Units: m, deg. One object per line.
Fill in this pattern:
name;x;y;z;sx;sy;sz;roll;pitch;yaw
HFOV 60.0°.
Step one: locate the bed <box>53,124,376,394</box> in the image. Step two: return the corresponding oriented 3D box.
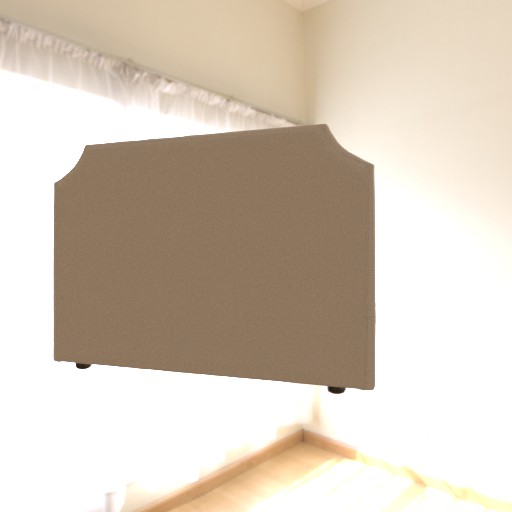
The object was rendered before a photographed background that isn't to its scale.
bed;0.000;0.000;3.326;1.828;1.297;2.164;0;1;18
